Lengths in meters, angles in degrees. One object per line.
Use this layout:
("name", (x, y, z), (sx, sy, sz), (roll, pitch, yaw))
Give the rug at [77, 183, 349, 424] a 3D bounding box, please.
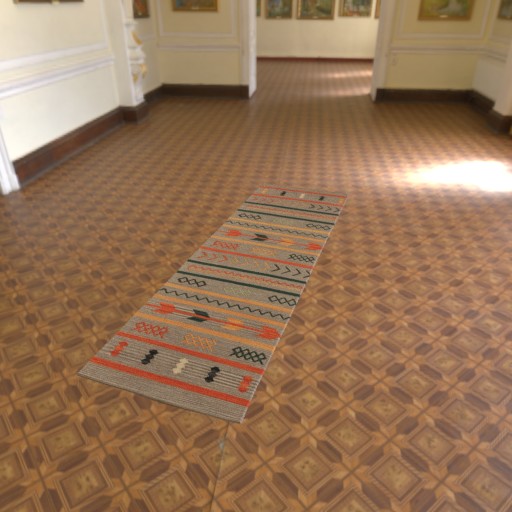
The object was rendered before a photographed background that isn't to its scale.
("rug", (0.000, 0.000, 2.735), (0.744, 0.022, 2.419), (10, 31, 17))
